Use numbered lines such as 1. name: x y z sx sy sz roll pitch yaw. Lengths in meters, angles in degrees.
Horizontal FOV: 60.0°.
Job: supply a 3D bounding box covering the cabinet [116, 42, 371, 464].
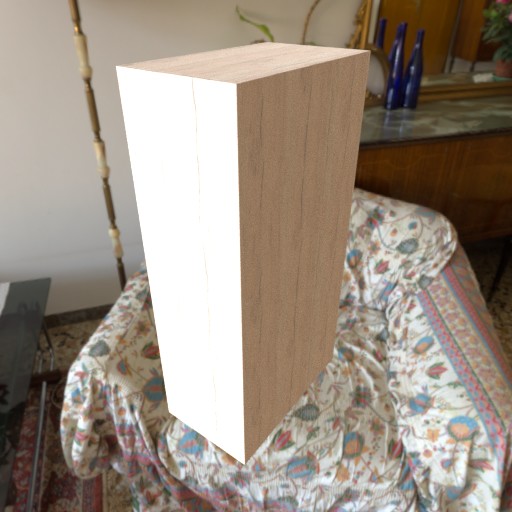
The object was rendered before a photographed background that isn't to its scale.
1. cabinet: 0.000 0.000 2.342 0.580 1.930 0.980 21 37 31
